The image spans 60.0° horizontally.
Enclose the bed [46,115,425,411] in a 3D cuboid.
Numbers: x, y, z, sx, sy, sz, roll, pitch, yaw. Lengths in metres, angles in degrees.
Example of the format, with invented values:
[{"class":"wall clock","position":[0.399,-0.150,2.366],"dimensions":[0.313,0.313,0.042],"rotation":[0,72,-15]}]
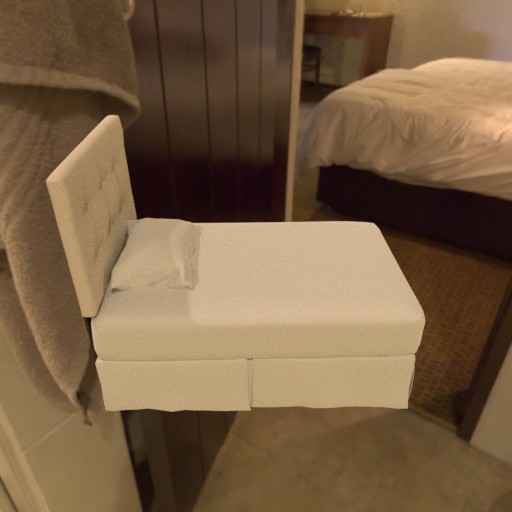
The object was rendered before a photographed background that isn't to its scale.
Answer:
[{"class":"bed","position":[0.000,0.000,2.936],"dimensions":[1.997,1.571,1.261],"rotation":[-1,32,-1]}]
